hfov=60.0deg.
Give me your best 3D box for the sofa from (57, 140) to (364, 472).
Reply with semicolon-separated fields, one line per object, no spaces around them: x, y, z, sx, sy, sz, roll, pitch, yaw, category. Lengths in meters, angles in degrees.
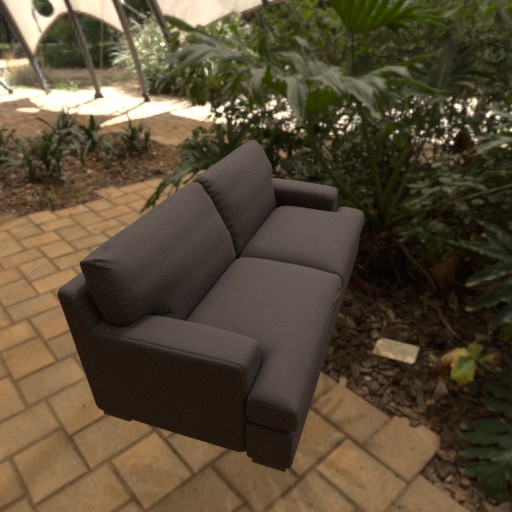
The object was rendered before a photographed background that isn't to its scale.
0.000;0.000;2.849;1.140;0.950;2.271;10;30;17;sofa
